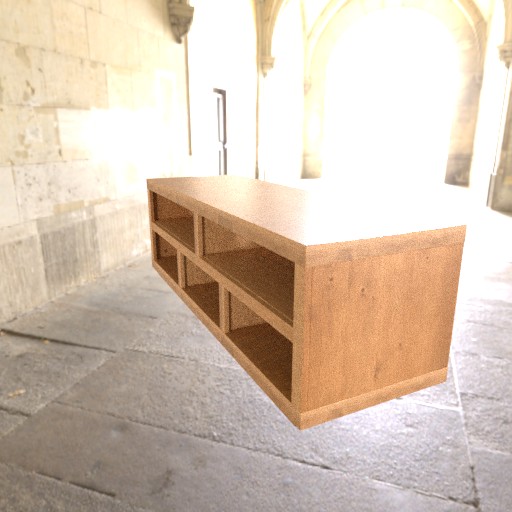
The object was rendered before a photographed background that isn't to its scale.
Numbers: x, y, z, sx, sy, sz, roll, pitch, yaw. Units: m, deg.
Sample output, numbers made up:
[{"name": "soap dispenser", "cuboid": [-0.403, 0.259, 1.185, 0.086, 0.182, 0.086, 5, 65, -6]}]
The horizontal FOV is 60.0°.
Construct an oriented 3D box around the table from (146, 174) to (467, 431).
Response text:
[{"name": "table", "cuboid": [0.000, 0.000, 1.767, 0.499, 0.491, 1.499, -8, 18, -25]}]
